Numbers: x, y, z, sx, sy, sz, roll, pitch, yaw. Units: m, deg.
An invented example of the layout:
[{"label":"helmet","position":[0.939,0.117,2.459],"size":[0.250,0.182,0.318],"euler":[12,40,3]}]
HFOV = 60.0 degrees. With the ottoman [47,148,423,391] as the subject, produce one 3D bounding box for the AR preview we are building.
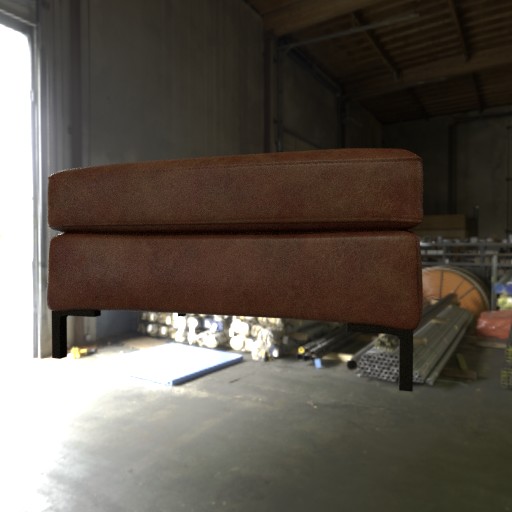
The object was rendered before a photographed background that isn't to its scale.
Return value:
[{"label":"ottoman","position":[0.000,0.000,1.744],"size":[1.186,0.667,0.965],"euler":[0,2,17]}]
